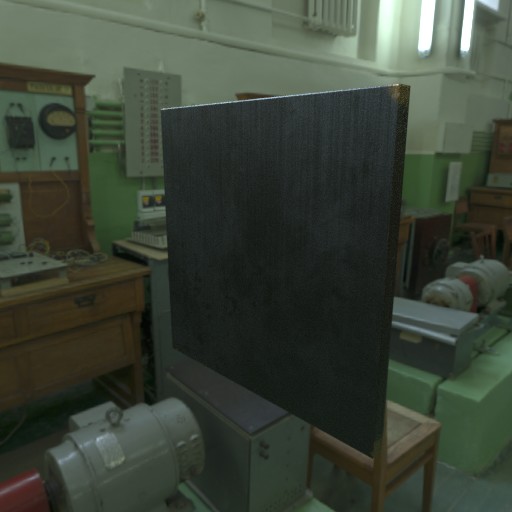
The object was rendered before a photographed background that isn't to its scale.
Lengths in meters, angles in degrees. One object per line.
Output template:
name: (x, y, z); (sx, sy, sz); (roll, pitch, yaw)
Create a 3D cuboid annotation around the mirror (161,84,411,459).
mirror: (0.000, 0.000, 0.572); (0.020, 0.381, 0.382); (-13, 19, -43)
